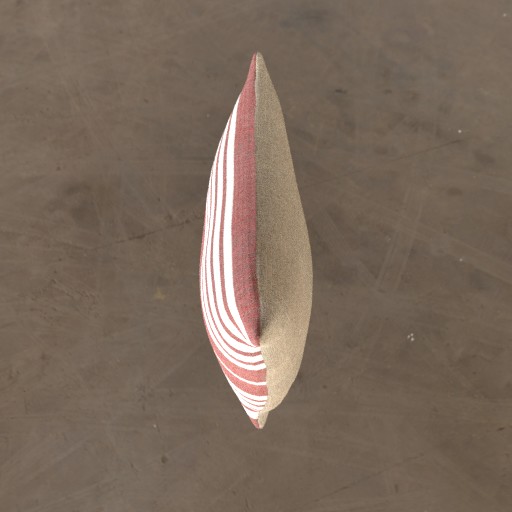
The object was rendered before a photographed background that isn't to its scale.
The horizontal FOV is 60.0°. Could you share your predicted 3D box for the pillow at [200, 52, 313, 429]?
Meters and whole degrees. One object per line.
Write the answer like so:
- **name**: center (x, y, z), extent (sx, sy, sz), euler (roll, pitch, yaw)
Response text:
- **pillow**: center (0.000, 0.000, 0.694), extent (0.182, 0.427, 0.439), euler (0, 59, 0)
